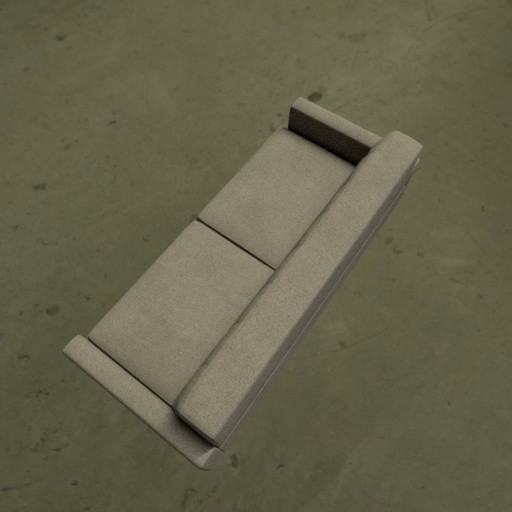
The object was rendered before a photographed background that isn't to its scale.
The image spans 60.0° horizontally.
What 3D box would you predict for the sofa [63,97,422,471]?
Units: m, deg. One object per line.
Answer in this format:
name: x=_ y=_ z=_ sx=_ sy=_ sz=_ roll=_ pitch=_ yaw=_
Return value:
sofa: x=0.000 y=0.000 z=2.479 sx=0.909 sy=0.841 sz=2.029 roll=33 pitch=68 yaw=15
